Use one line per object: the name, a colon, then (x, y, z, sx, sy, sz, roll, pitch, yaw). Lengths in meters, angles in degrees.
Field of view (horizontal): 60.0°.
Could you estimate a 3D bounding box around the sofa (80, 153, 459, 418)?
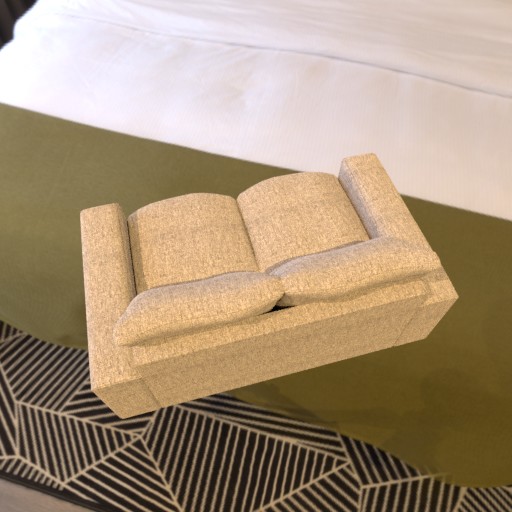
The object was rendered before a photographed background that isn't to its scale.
sofa: (0.000, 0.000, 2.392, 1.758, 0.877, 1.094, -13, 58, -8)
